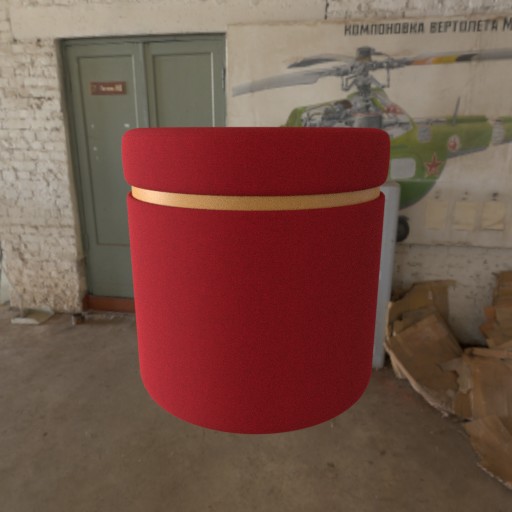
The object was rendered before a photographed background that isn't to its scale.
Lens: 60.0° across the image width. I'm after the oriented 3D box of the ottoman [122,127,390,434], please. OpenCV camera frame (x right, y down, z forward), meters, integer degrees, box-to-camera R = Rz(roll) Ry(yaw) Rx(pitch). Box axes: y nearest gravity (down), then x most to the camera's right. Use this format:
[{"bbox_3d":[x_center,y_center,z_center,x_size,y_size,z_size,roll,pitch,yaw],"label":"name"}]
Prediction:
[{"bbox_3d":[0.000,0.000,0.733,0.400,0.406,0.400,0,15,0],"label":"ottoman"}]
